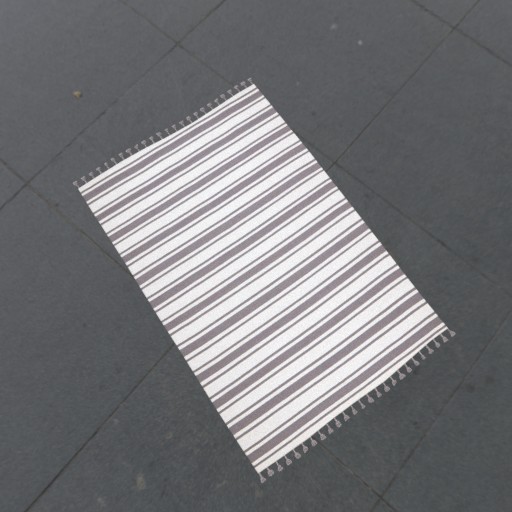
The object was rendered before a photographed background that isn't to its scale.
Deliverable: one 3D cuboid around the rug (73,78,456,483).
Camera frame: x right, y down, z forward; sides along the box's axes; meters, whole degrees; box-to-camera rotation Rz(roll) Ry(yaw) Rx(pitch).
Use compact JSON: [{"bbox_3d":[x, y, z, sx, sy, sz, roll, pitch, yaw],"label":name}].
[{"bbox_3d":[0.000,0.000,3.061,1.563,0.014,2.425,-34,77,-9],"label":"rug"}]
